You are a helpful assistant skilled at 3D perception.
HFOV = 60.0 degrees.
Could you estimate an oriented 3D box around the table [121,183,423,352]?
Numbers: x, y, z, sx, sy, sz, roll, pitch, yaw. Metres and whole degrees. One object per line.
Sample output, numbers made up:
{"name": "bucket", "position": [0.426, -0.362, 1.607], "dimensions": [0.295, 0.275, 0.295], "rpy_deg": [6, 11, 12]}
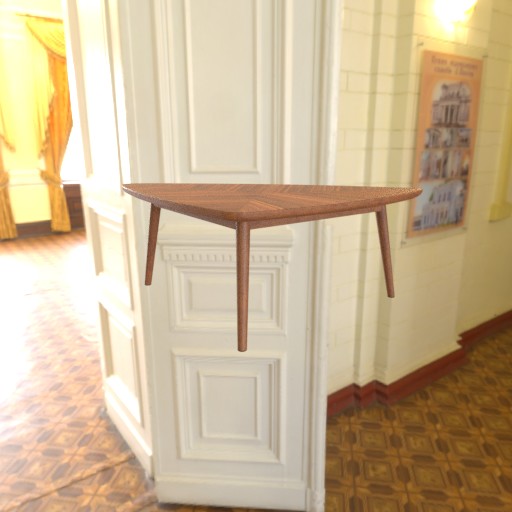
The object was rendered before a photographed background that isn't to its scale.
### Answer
{"name": "table", "position": [0.000, 0.000, 1.318], "dimensions": [1.008, 0.365, 0.601], "rpy_deg": [2, 15, 8]}
